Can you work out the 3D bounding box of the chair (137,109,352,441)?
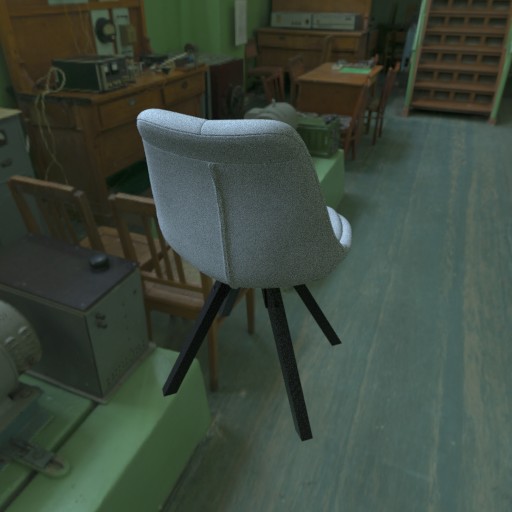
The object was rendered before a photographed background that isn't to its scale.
[{"bbox_3d":[0.000,0.000,1.179,0.485,0.850,0.550,11,33,17],"label":"chair"}]
